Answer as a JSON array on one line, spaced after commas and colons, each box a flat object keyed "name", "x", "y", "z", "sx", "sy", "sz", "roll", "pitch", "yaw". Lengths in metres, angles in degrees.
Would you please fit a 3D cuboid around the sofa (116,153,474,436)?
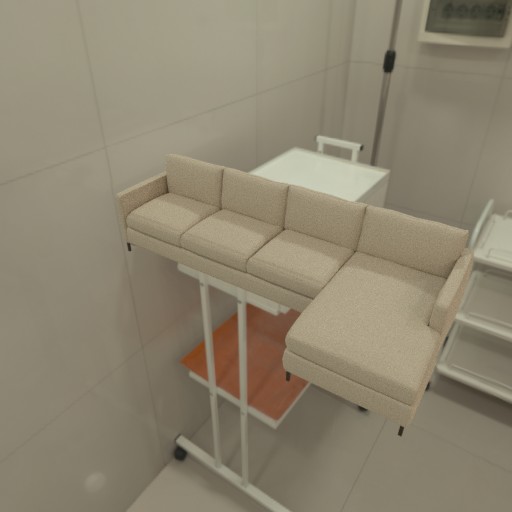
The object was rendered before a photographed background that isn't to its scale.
[{"name": "sofa", "x": 0.000, "y": 0.000, "z": 3.227, "sx": 2.731, "sy": 0.755, "sz": 1.258, "roll": 20, "pitch": 38, "yaw": 28}]
